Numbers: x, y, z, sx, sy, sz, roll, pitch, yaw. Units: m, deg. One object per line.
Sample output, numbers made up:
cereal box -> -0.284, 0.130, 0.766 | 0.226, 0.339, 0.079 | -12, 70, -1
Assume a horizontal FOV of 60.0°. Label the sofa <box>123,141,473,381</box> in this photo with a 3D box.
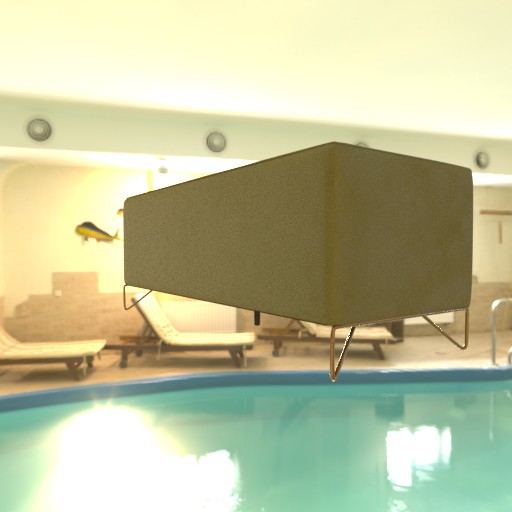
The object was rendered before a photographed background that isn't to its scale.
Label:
sofa -> 0.000, 0.000, 2.509 | 0.867, 0.789, 2.087 | -1, 1, -35
